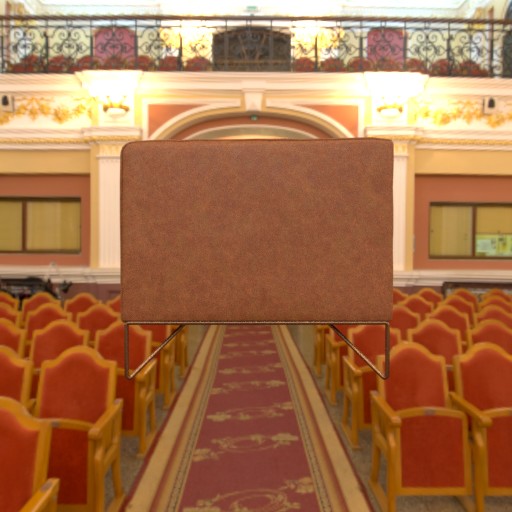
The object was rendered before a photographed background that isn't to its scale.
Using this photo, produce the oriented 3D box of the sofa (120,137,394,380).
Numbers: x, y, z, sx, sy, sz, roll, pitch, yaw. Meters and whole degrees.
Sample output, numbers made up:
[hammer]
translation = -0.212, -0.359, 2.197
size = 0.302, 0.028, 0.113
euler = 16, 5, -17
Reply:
[sofa]
translation = 0.000, 0.000, 2.470
size = 0.912, 0.798, 2.079
euler = 0, 1, 0
